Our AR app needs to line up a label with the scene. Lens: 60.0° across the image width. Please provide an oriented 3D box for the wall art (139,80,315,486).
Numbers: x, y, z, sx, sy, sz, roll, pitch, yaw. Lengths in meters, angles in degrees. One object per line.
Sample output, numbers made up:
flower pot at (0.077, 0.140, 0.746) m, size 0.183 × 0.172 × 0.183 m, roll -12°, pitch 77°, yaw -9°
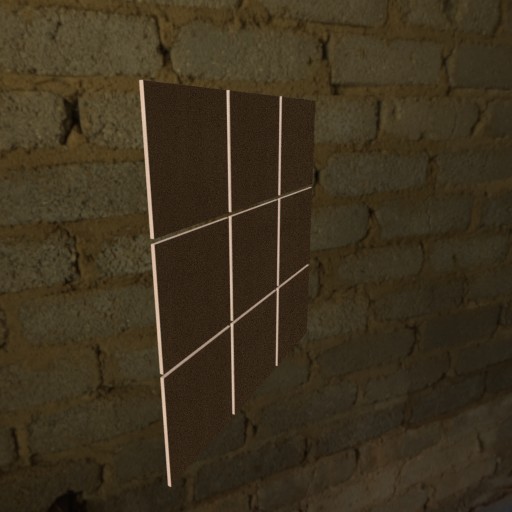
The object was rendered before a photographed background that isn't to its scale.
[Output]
wall art at (0.000, 0.000, 1.767) m, size 0.013 × 1.218 × 1.219 m, roll 8°, pitch 19°, yaw 26°
